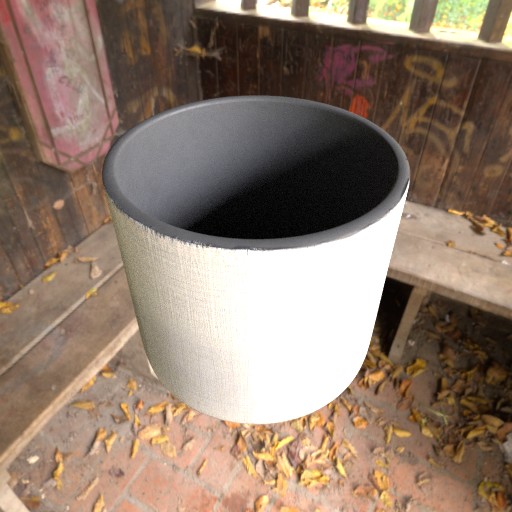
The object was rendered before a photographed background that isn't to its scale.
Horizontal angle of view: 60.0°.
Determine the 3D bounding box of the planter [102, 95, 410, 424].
[{"bbox_3d":[0.000,0.000,0.386,0.221,0.201,0.221,0,41,0],"label":"planter"}]
